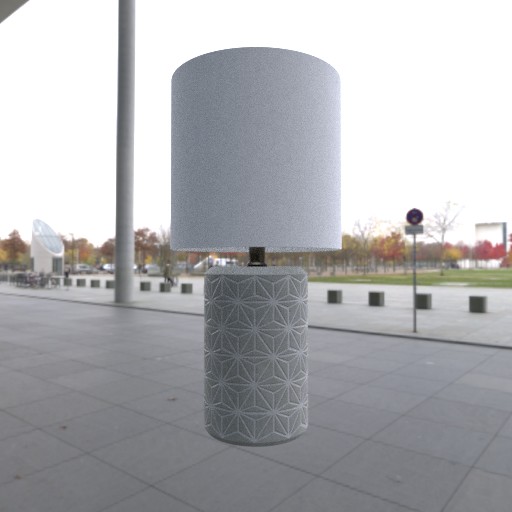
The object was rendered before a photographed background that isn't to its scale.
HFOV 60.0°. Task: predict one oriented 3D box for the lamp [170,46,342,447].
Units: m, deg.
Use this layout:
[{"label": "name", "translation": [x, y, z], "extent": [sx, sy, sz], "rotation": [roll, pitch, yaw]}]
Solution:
[{"label": "lamp", "translation": [0.000, 0.000, 0.543], "extent": [0.206, 0.416, 0.206], "rotation": [1, -1, -36]}]
